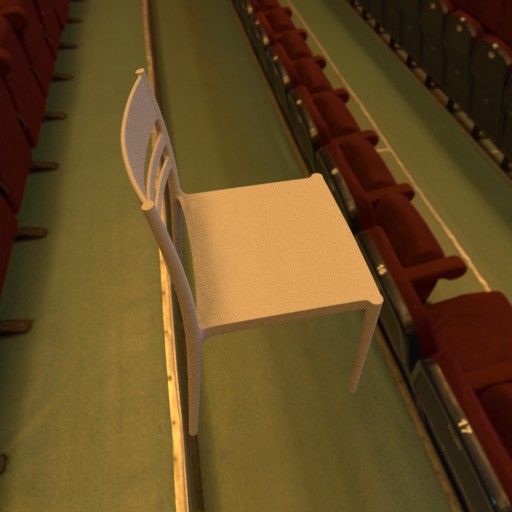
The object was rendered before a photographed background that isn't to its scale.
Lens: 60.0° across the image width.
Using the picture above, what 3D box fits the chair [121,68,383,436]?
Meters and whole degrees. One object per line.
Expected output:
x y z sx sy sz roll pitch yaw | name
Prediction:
0.000 0.000 1.132 0.511 0.800 0.531 -9 48 -8 | chair
